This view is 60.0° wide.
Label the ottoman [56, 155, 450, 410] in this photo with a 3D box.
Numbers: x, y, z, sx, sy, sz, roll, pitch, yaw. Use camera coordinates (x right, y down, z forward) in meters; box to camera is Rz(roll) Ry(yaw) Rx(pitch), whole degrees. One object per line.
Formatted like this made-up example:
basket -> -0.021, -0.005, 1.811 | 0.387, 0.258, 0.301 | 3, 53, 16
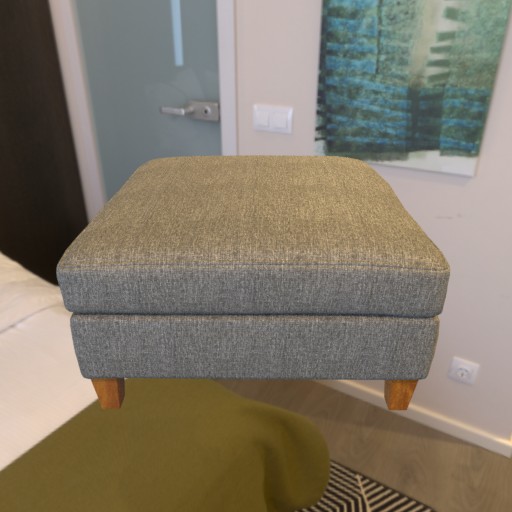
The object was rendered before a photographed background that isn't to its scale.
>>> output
ottoman -> 0.000, 0.000, 1.341 | 0.838, 0.481, 0.838 | 0, 27, 0
